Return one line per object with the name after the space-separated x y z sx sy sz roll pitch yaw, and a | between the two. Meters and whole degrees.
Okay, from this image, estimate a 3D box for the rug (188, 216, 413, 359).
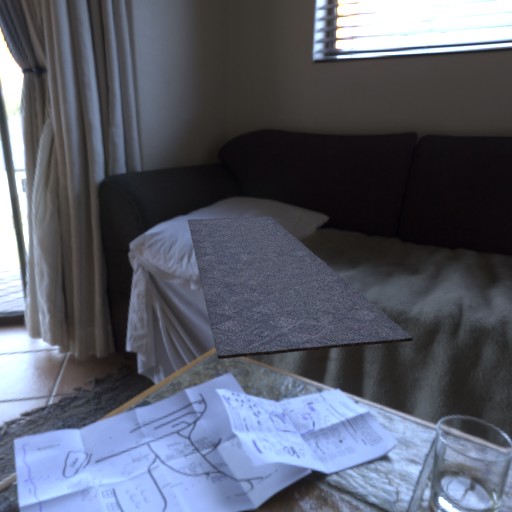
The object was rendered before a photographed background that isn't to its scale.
0.000 0.000 2.561 0.691 0.011 2.296 -3 16 -10 | rug
